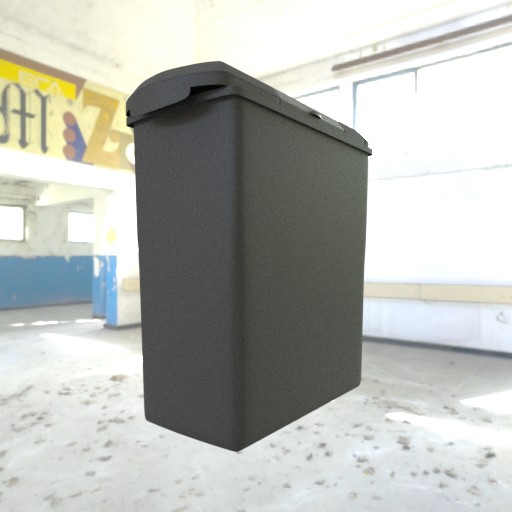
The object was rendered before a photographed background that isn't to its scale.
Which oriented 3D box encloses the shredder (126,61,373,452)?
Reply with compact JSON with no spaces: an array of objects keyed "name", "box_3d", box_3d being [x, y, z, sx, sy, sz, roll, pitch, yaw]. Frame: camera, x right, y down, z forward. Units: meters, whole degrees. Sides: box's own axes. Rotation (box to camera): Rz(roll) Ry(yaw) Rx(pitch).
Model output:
[{"name":"shredder","box_3d":[0.000,0.000,0.516,0.170,0.335,0.320,0,0,38]}]
